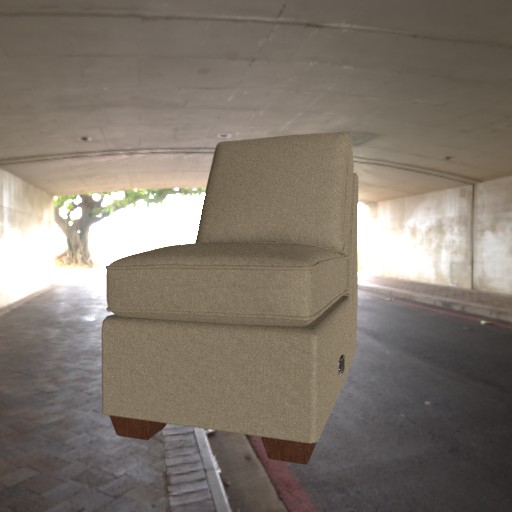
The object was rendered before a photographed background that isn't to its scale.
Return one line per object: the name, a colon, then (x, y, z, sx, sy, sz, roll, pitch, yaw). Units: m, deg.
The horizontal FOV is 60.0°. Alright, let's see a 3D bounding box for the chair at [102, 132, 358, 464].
chair: (0.000, 0.000, 1.660, 0.674, 1.058, 1.020, 0, 2, 18)
